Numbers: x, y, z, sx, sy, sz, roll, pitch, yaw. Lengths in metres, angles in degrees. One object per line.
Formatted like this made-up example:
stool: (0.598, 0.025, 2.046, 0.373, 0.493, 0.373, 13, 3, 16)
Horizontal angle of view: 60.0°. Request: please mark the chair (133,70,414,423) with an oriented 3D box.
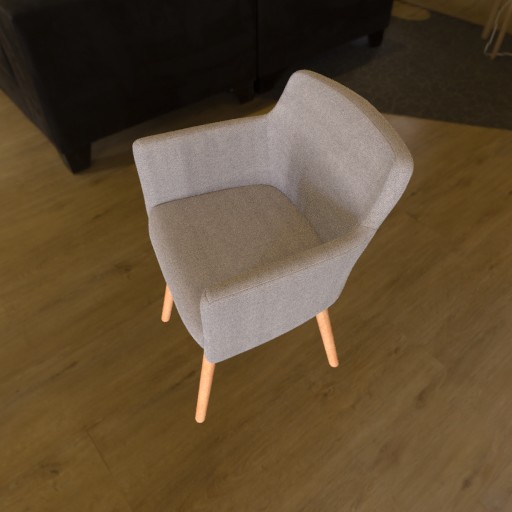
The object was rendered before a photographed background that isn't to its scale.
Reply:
chair: (0.000, 0.000, 1.177, 0.540, 0.780, 0.570, -18, 49, -16)
